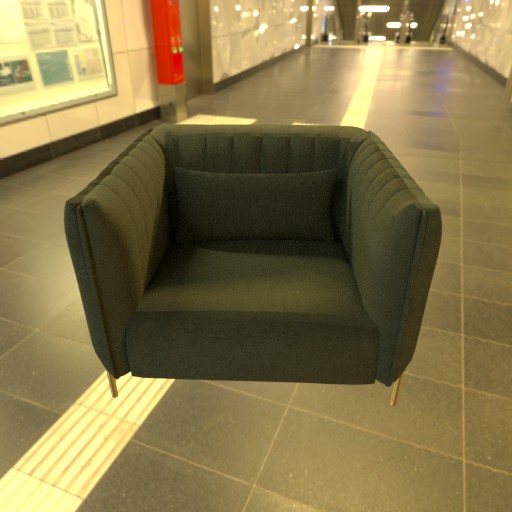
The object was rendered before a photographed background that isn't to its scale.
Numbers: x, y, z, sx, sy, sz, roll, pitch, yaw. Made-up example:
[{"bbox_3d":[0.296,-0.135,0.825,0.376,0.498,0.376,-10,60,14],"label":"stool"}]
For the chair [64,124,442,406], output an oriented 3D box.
[{"bbox_3d":[0.000,0.000,1.642,1.032,0.794,0.877,1,30,2],"label":"chair"}]
